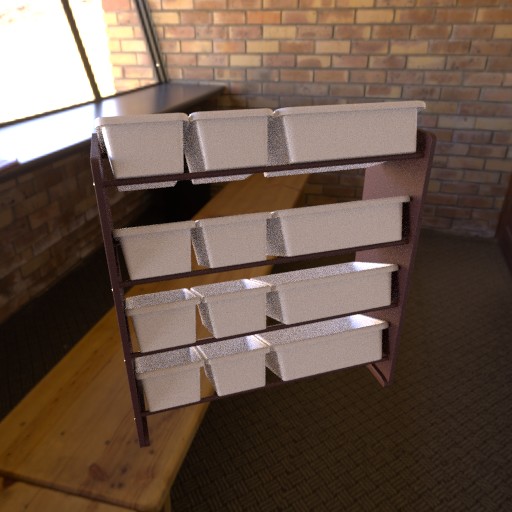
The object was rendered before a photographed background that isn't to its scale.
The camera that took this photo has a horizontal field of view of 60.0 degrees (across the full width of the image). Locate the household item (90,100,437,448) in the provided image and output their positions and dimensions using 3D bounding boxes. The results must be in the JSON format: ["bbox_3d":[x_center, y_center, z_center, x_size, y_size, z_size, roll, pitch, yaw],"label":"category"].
[{"bbox_3d":[0.000,0.000,1.274,0.787,0.864,0.389,-8,28,-16],"label":"household item"}]
